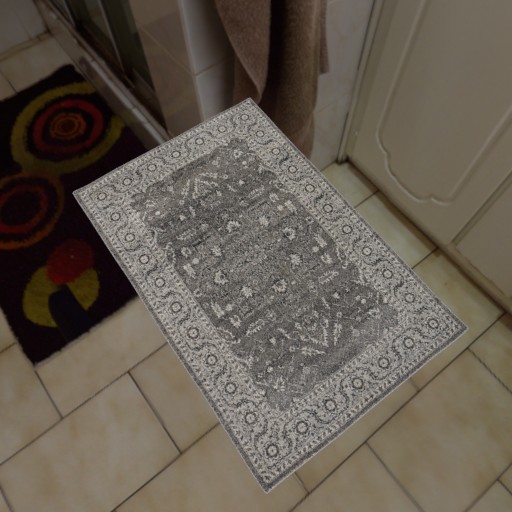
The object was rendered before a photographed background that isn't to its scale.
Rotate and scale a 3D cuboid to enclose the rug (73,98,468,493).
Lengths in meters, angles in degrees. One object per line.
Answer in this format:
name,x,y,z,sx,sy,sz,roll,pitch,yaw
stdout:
rug,0.000,0.000,2.296,1.209,0.019,1.828,-33,69,-14
